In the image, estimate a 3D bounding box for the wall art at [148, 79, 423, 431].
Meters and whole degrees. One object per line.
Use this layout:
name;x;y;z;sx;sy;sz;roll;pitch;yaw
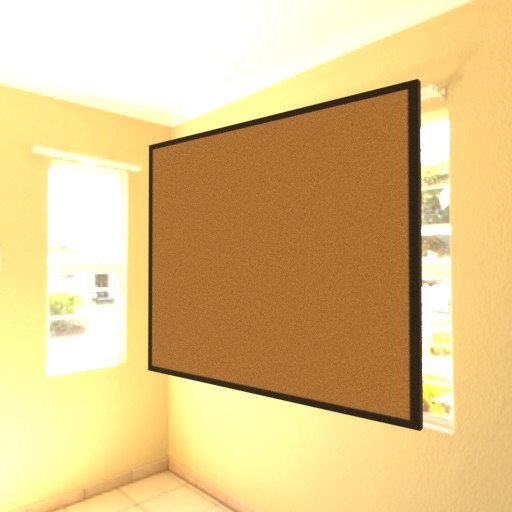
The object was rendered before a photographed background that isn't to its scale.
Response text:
wall art;0.000;0.000;1.421;1.033;0.875;0.023;-1;-1;37
